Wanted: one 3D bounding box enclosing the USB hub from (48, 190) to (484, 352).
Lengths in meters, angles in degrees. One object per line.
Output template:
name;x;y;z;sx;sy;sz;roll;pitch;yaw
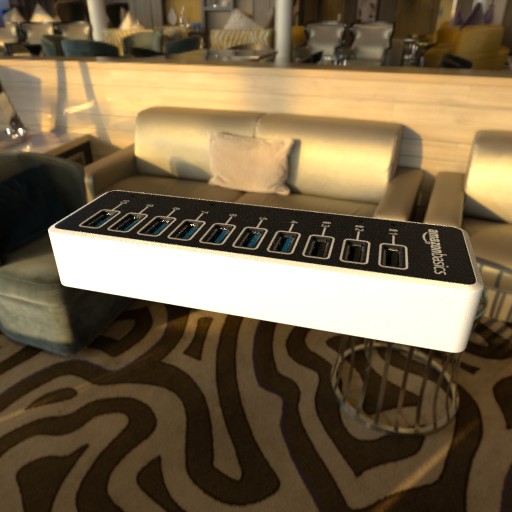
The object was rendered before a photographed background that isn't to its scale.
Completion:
USB hub;0.000;0.000;0.163;0.145;0.023;0.044;8;30;14
